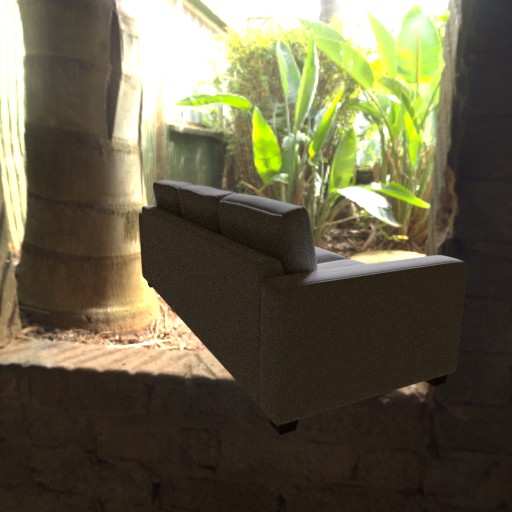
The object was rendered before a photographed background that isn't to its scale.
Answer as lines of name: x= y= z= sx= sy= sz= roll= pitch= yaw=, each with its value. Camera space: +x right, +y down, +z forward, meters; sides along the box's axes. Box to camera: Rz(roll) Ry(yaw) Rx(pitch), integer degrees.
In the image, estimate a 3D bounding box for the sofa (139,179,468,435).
sofa: x=0.000 y=0.000 z=2.551 sx=0.900 sy=0.800 sz=2.120 roll=-6 pitch=15 yaw=-26
